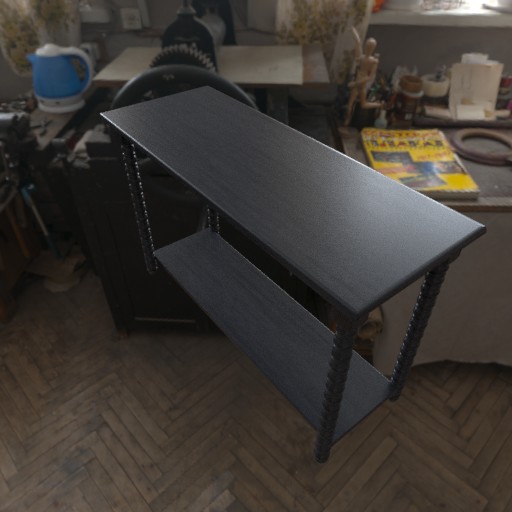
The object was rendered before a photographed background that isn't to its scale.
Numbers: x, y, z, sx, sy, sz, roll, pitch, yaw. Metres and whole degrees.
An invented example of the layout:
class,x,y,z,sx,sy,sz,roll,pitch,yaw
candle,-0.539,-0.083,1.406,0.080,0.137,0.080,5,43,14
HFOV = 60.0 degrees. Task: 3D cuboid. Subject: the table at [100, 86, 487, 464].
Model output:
class,x,y,z,sx,sy,sz,roll,pitch,yaw
table,0.000,0.000,1.514,0.459,0.735,1.184,-27,47,-28
